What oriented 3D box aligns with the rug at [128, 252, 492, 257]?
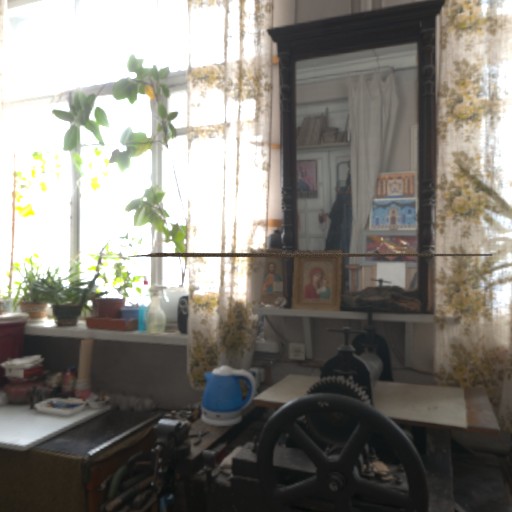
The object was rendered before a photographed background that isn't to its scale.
[{"bbox_3d":[0.000,0.000,2.185,1.142,0.006,1.752,0,0,-18],"label":"rug"}]
